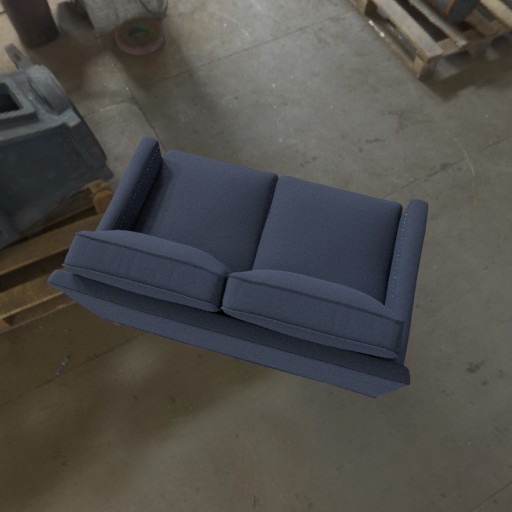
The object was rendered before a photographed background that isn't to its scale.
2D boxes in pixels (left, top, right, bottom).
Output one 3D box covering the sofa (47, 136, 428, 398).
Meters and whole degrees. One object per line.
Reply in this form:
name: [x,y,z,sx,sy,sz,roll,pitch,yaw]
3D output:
sofa: [0.000,0.000,2.278,1.597,1.003,1.084,14,64,7]
